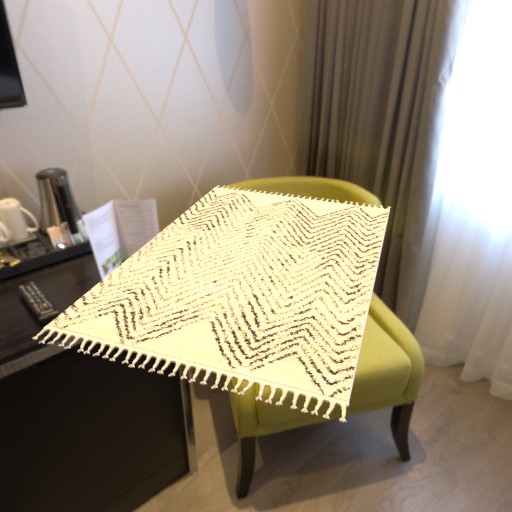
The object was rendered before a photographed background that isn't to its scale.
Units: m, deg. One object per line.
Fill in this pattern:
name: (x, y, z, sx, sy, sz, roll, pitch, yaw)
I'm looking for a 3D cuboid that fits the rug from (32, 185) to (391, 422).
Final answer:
rug: (0.000, 0.000, 2.304, 1.230, 0.014, 1.847, 10, 31, 17)
